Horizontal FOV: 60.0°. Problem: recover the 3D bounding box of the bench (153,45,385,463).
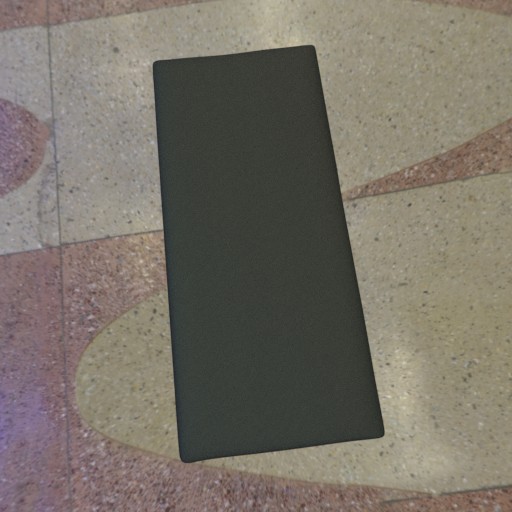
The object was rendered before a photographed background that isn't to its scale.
[{"bbox_3d":[0.000,0.000,1.183,0.401,0.500,0.899,-7,75,-2],"label":"bench"}]
